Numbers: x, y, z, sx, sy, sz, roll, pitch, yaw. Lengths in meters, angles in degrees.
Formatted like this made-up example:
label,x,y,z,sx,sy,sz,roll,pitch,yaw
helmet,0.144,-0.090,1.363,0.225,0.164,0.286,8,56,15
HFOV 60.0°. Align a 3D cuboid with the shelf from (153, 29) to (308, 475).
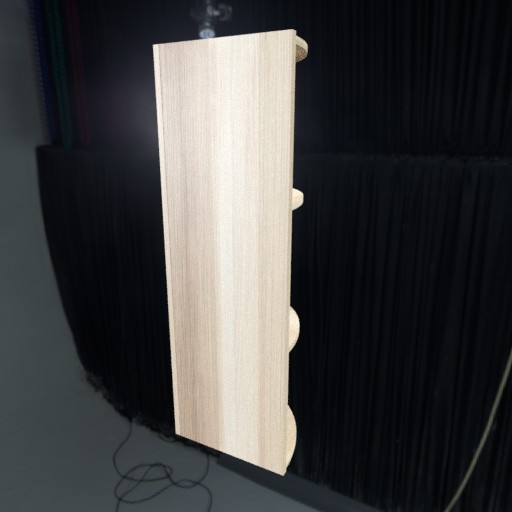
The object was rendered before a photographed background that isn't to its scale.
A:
label,x,y,z,sx,sy,sz,roll,pitch,yaw
shelf,0.000,0.000,1.022,0.290,0.872,0.290,8,18,27
